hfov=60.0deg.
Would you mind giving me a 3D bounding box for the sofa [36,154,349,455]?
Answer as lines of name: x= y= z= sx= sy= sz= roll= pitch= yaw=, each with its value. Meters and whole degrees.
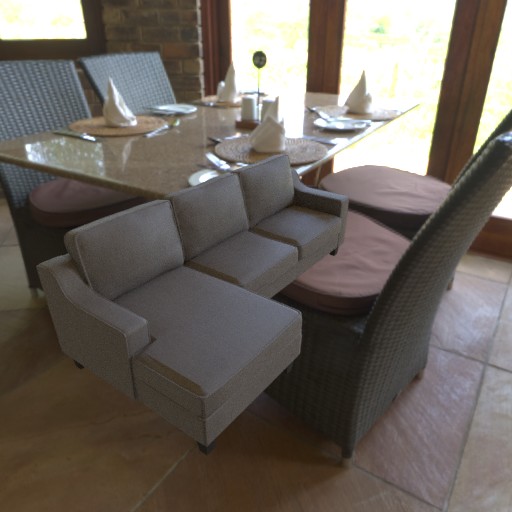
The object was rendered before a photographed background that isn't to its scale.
sofa: x=0.000 y=0.000 z=3.260 sx=1.294 sy=0.928 sz=2.561 roll=19 pitch=33 yaw=32
